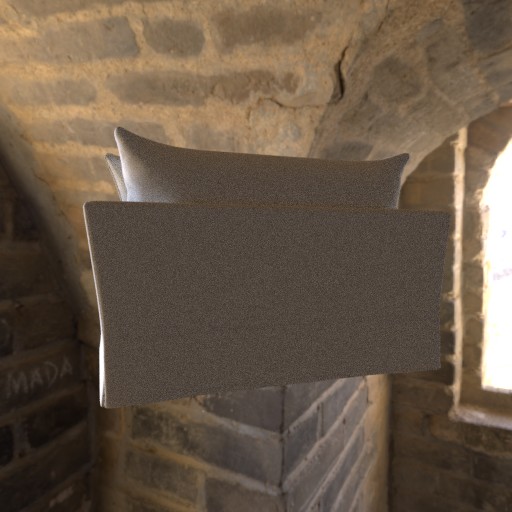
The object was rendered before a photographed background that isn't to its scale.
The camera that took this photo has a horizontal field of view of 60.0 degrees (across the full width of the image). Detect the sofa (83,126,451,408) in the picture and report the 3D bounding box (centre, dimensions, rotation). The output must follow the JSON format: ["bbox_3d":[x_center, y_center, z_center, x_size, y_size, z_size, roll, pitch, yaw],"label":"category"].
[{"bbox_3d":[0.000,0.000,2.258,1.608,1.039,1.026,-1,2,-20],"label":"sofa"}]
